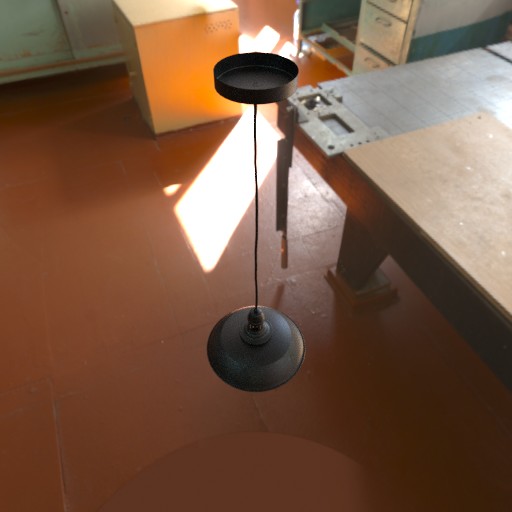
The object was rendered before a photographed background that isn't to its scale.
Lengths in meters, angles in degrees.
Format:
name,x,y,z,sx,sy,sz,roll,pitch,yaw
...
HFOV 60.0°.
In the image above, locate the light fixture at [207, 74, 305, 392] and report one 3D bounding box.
name,x,y,z,sx,sy,sz,roll,pitch,yaw
light fixture,0.000,0.000,1.171,0.331,0.993,0.331,8,47,8
